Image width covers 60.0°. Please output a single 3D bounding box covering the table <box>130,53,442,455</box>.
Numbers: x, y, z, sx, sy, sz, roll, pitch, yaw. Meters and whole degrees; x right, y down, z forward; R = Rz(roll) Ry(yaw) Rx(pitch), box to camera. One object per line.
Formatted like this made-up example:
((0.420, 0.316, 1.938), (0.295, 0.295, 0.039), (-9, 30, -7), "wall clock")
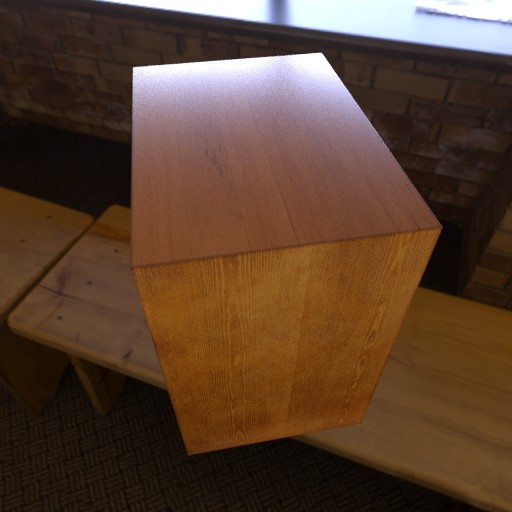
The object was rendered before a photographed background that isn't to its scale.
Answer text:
((0.000, 0.000, 0.947), (0.400, 0.605, 0.550), (-8, 47, -7), "table")
